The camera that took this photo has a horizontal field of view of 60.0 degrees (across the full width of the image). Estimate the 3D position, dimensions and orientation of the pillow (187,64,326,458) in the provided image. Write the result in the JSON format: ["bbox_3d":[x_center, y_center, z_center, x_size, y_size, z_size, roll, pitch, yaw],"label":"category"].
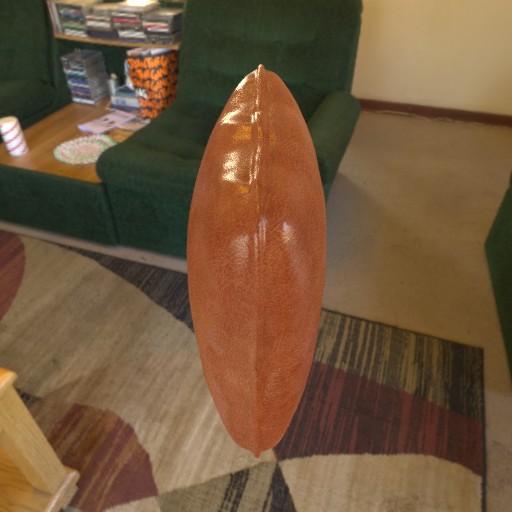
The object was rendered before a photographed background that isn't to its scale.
[{"bbox_3d":[0.000,0.000,0.801,0.236,0.523,0.532,1,41,1],"label":"pillow"}]
